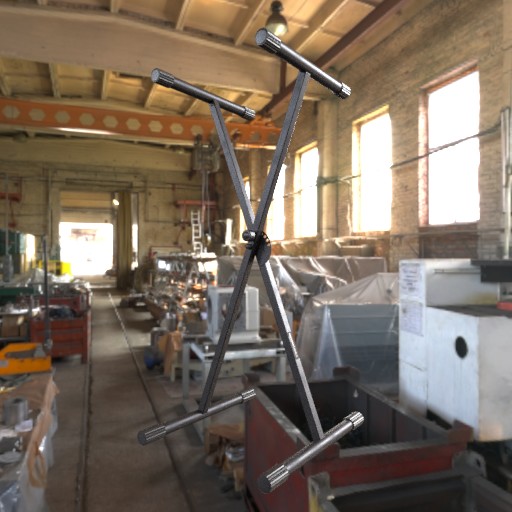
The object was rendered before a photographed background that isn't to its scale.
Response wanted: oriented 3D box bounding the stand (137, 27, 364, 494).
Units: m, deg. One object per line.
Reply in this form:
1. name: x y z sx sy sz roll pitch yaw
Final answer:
1. stand: 0.000 0.000 1.166 0.409 0.940 0.449 0 0 37
